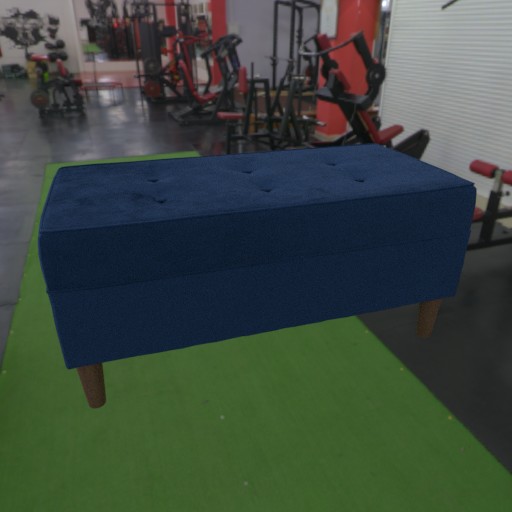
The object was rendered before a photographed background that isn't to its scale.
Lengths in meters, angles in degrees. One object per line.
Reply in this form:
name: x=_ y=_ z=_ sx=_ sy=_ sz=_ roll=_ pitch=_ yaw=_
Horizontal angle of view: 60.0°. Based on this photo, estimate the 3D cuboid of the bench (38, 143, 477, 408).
bench: x=0.000 y=0.000 z=1.238 sx=1.010 sy=0.467 sz=0.489 roll=-8 pitch=28 yaw=-15
